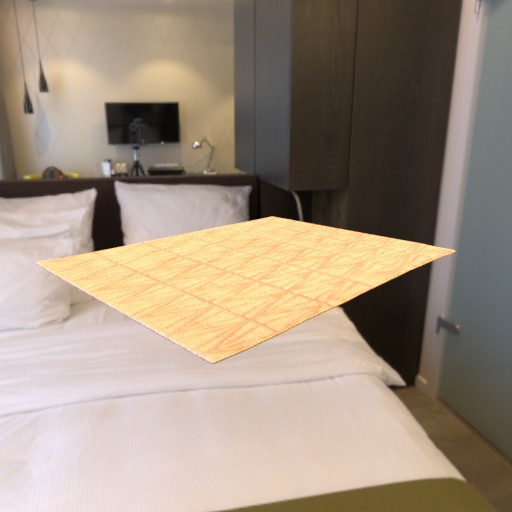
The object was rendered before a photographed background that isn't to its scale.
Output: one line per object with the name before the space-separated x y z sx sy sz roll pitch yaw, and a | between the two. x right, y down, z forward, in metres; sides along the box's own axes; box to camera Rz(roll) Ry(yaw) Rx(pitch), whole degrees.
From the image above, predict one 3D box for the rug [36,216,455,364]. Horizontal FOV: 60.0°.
rug | 0.000 0.000 4.102 3.052 0.043 2.453 -15 22 -43
